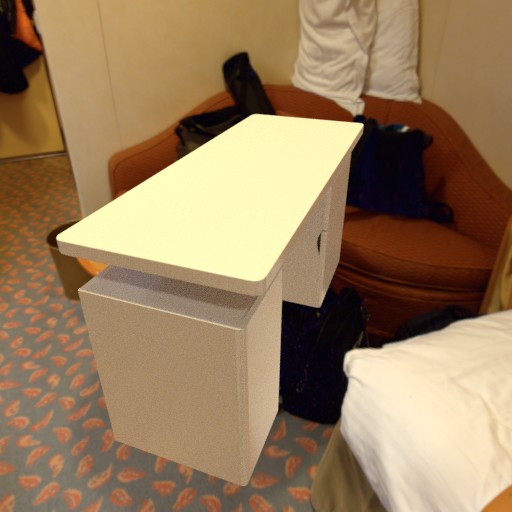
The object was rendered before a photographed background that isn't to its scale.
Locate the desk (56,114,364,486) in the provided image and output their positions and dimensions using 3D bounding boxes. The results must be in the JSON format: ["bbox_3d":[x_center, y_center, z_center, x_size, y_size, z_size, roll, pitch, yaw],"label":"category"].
[{"bbox_3d":[0.000,0.000,1.763,0.550,0.762,1.400,11,32,18],"label":"desk"}]
